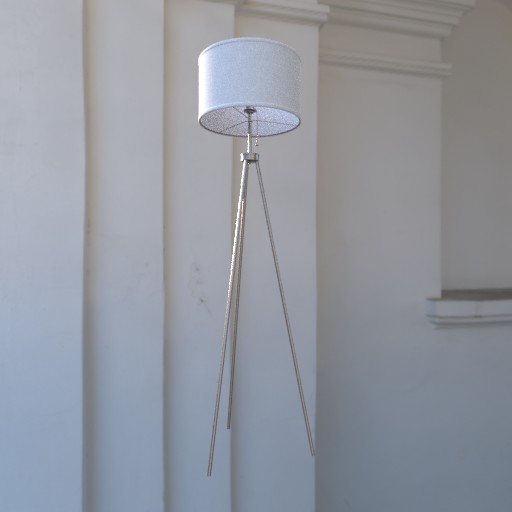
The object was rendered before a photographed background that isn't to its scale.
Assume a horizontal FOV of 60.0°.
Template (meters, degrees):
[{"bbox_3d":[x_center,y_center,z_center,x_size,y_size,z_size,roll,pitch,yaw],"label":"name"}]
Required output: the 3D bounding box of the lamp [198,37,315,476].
[{"bbox_3d":[0.000,0.000,1.772,0.458,1.545,0.448,0,-1,2],"label":"lamp"}]
